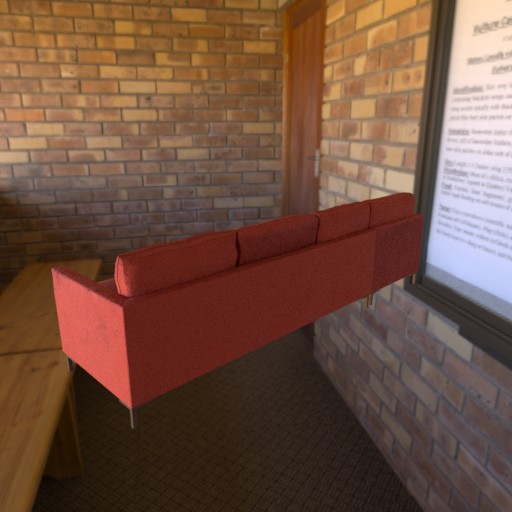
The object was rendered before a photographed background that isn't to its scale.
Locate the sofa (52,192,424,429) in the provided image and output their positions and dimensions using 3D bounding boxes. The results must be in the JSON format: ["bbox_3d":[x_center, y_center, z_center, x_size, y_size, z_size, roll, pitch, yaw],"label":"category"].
[{"bbox_3d":[0.000,0.000,3.931,3.400,0.967,1.500,-16,23,-43],"label":"sofa"}]
